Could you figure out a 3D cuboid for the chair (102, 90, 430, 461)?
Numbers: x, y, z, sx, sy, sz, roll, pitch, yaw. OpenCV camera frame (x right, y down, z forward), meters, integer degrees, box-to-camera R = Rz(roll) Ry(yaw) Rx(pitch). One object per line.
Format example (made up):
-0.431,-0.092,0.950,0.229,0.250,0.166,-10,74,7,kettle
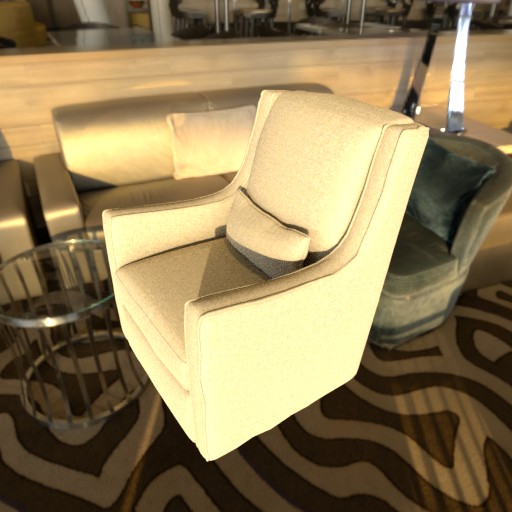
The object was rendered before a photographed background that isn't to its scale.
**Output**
0.000,0.000,1.565,0.879,0.993,0.732,-20,36,-29,chair
